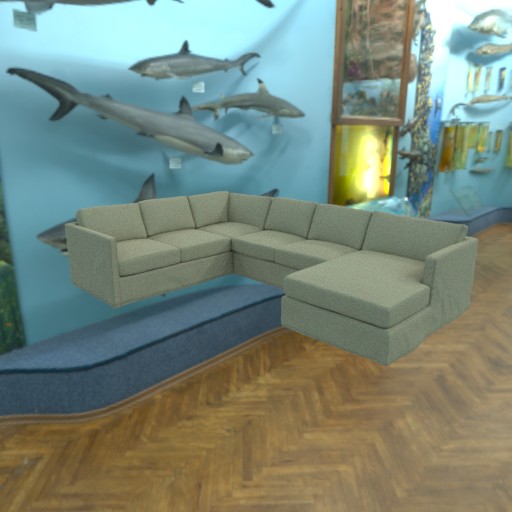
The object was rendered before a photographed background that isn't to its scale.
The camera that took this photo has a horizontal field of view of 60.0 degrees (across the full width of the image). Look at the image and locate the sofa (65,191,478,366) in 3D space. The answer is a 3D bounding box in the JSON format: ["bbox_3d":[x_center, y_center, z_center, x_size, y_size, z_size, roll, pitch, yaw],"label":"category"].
[{"bbox_3d":[0.000,0.000,4.486,2.427,0.882,3.460,-15,21,-43],"label":"sofa"}]
